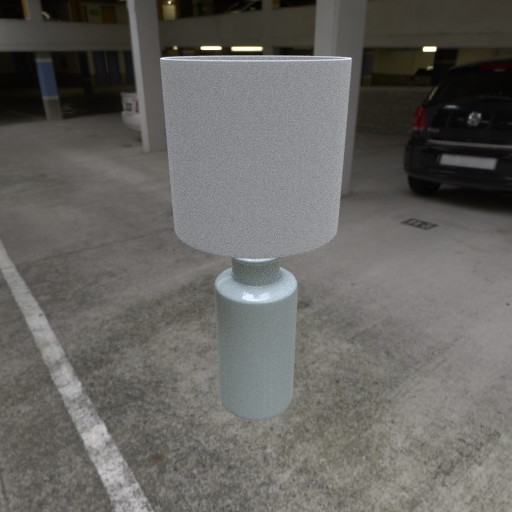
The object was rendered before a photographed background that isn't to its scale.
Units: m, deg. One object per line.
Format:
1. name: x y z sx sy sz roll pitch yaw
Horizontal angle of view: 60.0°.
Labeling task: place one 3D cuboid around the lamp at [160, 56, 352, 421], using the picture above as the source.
1. lamp: 0.000 0.000 0.603 0.212 0.493 0.212 -17 30 -32
